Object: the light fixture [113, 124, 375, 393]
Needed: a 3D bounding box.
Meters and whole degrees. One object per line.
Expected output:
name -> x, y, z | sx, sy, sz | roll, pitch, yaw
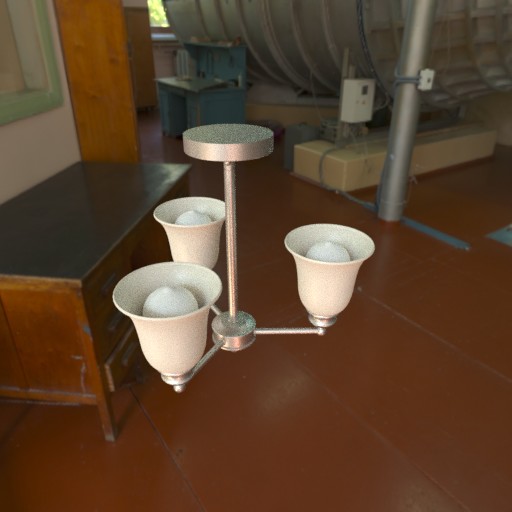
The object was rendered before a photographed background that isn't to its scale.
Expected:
light fixture -> 0.000, 0.000, 0.676 | 0.354, 0.370, 0.388 | 0, 28, 0
